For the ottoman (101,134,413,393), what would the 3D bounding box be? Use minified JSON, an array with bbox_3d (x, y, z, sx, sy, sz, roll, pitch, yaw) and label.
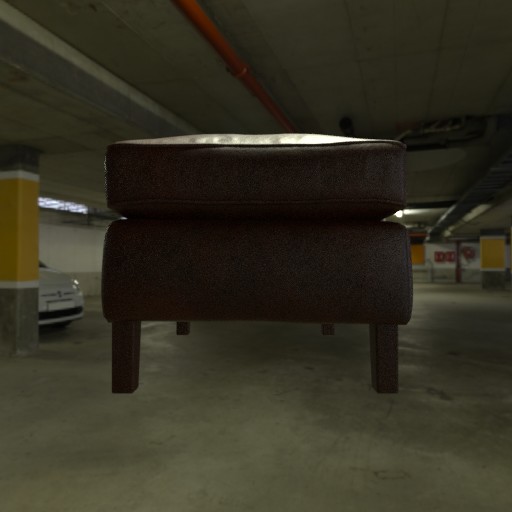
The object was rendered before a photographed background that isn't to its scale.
[{"bbox_3d":[0.000,0.000,0.979,0.501,0.432,0.665,0,-1,0],"label":"ottoman"}]
